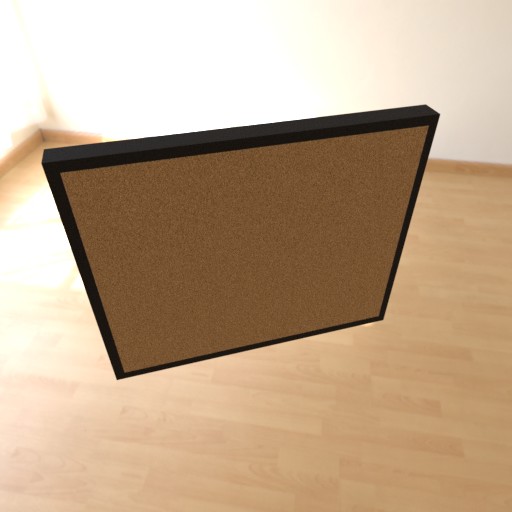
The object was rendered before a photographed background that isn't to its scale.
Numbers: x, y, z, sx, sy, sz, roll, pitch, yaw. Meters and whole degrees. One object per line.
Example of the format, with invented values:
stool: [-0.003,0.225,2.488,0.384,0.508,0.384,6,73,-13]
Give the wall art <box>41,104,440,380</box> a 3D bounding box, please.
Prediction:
wall art: [0.000,0.000,0.543,0.397,0.325,0.028,-10,41,-12]
